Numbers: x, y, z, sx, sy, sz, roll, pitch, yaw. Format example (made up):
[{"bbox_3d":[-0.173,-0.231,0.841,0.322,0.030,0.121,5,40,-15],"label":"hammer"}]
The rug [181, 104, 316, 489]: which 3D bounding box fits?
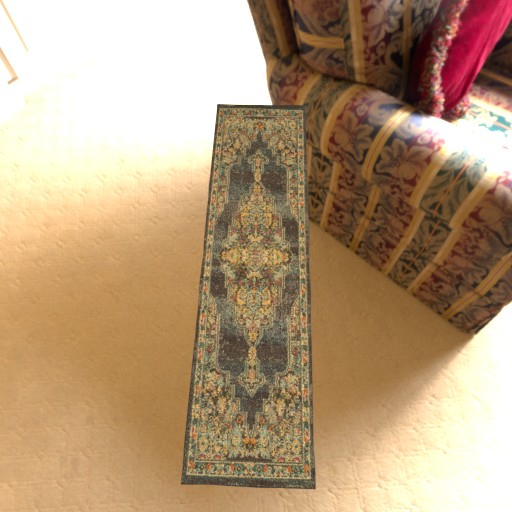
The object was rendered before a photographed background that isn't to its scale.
[{"bbox_3d":[0.000,0.000,2.465,0.602,0.016,2.283,2,63,1],"label":"rug"}]
